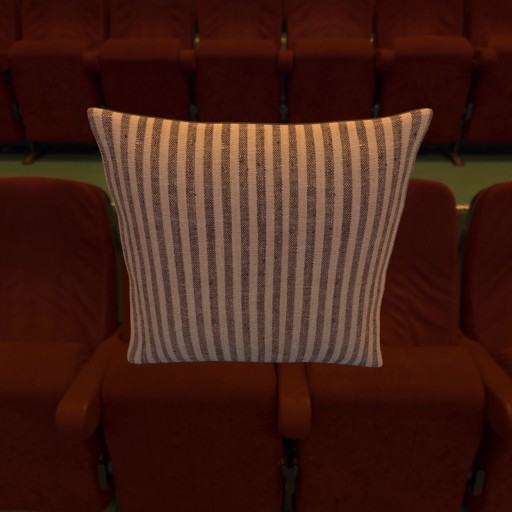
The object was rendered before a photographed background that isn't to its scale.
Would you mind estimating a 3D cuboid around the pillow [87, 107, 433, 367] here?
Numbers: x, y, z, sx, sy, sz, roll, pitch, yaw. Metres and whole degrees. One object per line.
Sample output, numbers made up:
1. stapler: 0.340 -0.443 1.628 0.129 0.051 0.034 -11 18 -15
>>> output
1. pillow: 0.000 0.000 0.783 0.523 0.506 0.166 1 30 1
